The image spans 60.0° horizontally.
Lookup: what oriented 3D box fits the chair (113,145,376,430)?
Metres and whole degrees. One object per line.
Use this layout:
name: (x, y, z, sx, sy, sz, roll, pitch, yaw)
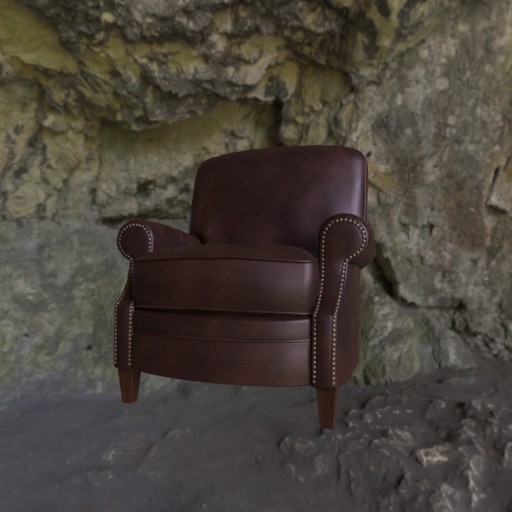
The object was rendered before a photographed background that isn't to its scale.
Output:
chair: (0.000, 0.000, 1.778, 0.936, 1.018, 0.986, 0, 0, 19)
